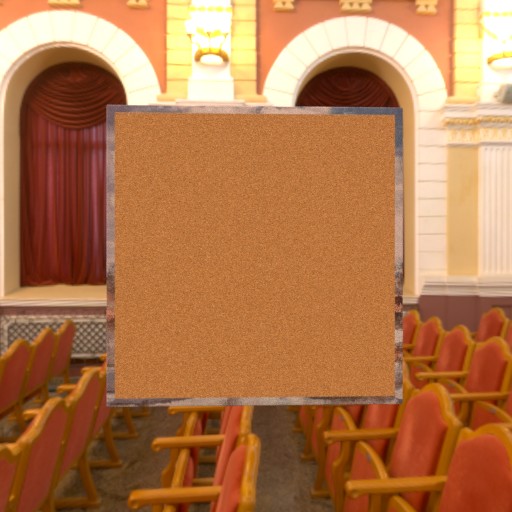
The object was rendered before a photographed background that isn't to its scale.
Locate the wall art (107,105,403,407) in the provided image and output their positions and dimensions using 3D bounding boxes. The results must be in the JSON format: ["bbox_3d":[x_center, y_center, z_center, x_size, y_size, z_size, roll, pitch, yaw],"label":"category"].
[{"bbox_3d":[0.000,0.000,1.527,1.010,1.020,0.040,0,0,-2],"label":"wall art"}]
